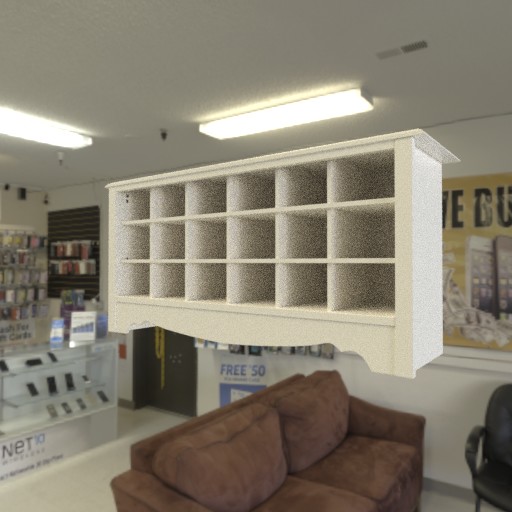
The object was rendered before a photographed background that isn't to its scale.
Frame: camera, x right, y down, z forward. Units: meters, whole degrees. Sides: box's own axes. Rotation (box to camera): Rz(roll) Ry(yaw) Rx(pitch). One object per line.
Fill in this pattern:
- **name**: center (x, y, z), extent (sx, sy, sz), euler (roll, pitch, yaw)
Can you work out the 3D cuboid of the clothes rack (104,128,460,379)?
- **clothes rack**: center (0.000, 0.000, 1.386), extent (1.120, 0.531, 0.324), euler (-1, -1, 37)
